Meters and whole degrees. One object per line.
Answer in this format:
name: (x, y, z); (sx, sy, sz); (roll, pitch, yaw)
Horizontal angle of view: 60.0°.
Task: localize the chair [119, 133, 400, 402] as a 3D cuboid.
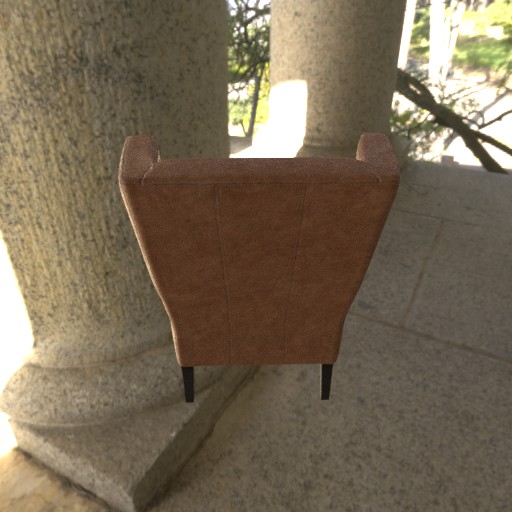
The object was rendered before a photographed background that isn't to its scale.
chair: (0.000, 0.000, 1.682); (0.853, 1.016, 0.926); (-1, 30, -1)
